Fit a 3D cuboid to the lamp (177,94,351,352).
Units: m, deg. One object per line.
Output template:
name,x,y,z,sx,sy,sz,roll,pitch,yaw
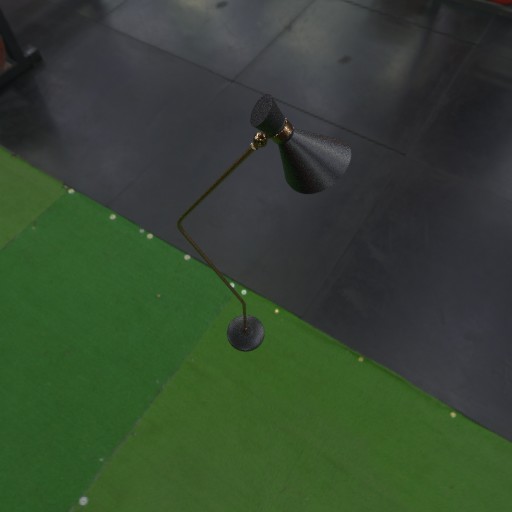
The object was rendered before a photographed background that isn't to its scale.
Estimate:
lamp,0.000,0.000,1.599,0.467,1.438,0.277,32,64,17
